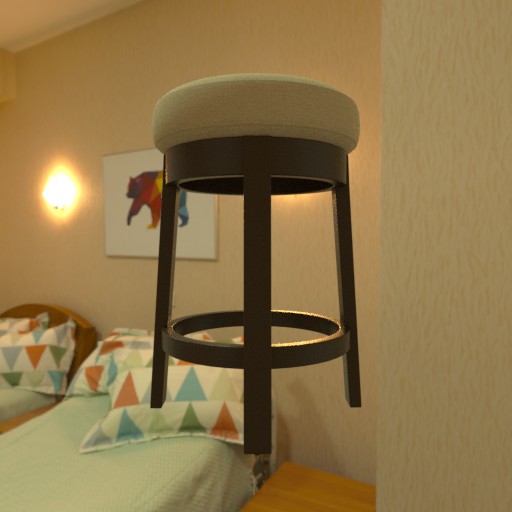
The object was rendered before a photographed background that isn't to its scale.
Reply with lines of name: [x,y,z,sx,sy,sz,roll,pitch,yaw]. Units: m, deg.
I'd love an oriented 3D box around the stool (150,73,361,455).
stool: [0.000,0.000,0.950,0.449,0.655,0.449,0,2,0]
